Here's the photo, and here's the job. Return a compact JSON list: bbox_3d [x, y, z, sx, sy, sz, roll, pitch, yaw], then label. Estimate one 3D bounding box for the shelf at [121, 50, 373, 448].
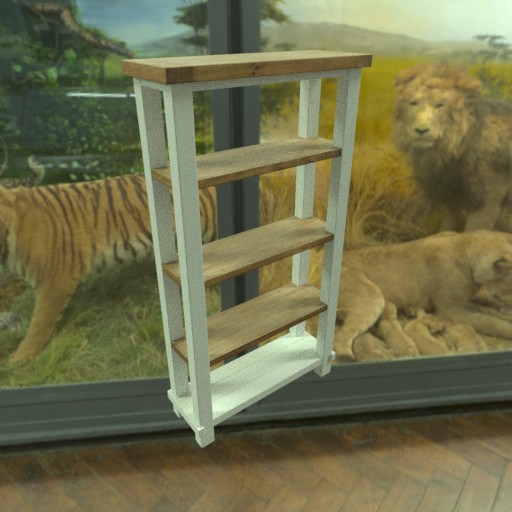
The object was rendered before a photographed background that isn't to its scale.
[{"bbox_3d":[0.000,0.000,2.286,1.022,1.878,0.381,-20,34,-32],"label":"shelf"}]
